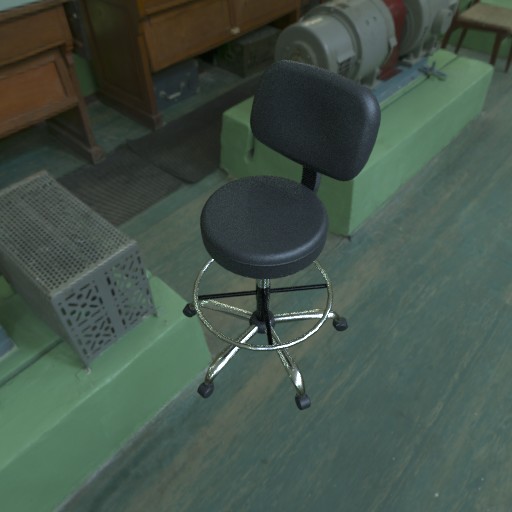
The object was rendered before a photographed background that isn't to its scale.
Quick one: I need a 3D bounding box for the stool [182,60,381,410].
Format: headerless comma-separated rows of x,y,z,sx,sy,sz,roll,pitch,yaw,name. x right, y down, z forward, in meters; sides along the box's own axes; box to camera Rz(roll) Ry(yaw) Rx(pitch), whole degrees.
0.000,0.000,1.488,0.694,1.069,0.658,32,55,26,stool
